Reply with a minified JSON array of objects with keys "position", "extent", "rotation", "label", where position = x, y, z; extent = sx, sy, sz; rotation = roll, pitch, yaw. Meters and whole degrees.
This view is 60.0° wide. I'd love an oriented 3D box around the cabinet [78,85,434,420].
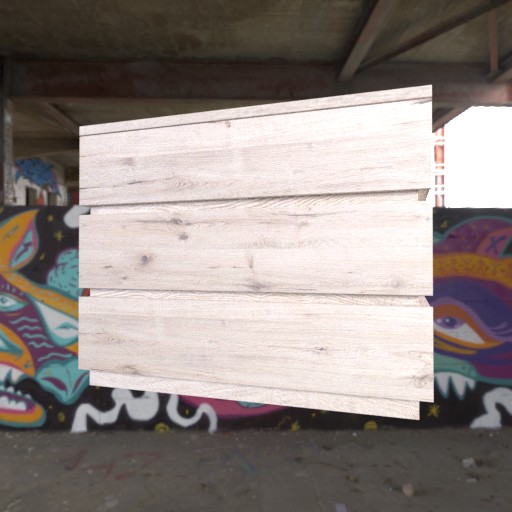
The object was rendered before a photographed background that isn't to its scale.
[{"position":[0.000,0.000,1.433],"extent":[1.040,0.820,0.420],"rotation":[0,-1,19],"label":"cabinet"}]
